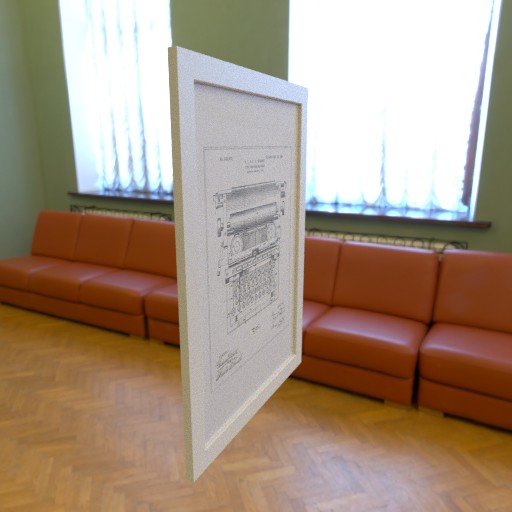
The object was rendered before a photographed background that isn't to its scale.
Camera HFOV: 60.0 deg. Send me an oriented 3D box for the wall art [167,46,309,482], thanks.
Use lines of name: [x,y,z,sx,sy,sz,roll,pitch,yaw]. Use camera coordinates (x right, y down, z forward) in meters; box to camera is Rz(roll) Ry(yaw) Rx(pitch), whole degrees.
wall art: [0.000,0.000,0.689,0.013,0.533,0.381,7,15,27]
